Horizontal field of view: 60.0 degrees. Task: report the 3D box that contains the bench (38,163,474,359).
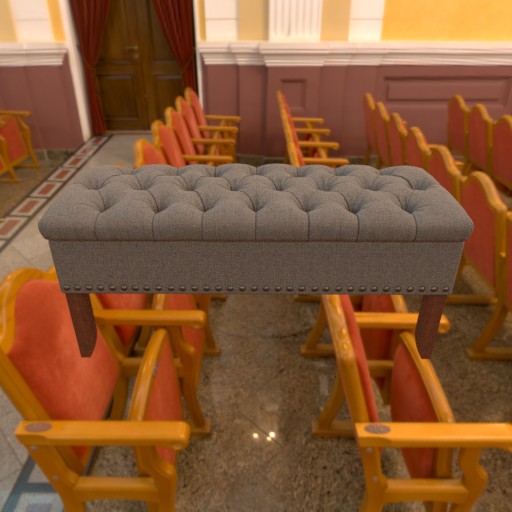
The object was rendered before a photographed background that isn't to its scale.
[{"bbox_3d":[0.000,0.000,1.332,1.052,0.470,0.417,0,29,0],"label":"bench"}]
